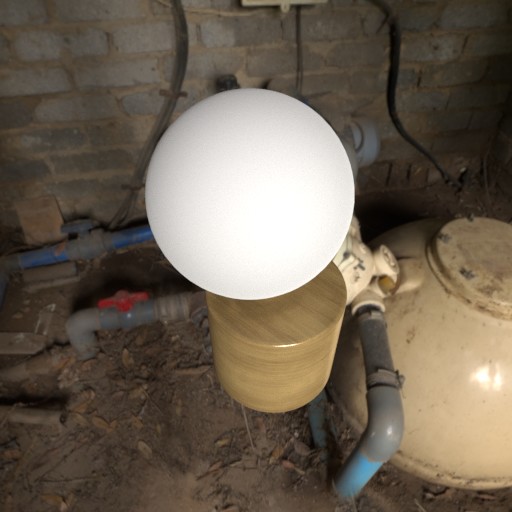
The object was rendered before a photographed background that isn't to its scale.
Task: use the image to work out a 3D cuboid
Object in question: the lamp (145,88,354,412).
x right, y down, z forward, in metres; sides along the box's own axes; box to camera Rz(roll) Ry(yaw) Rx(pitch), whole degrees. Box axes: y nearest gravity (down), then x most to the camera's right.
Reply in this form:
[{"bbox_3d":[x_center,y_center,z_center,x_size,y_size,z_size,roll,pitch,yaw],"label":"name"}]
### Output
[{"bbox_3d":[0.000,0.000,0.344,0.152,0.250,0.141,31,53,27],"label":"lamp"}]
